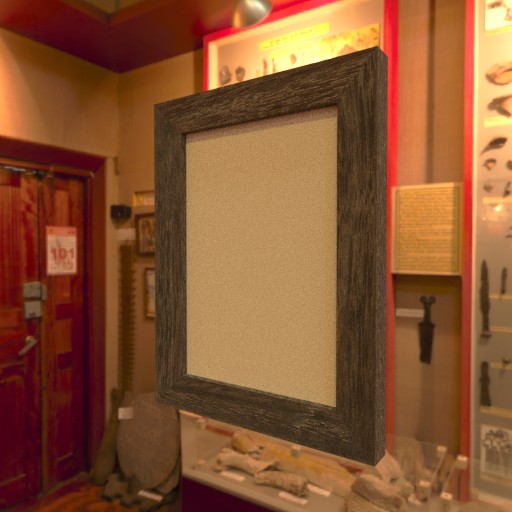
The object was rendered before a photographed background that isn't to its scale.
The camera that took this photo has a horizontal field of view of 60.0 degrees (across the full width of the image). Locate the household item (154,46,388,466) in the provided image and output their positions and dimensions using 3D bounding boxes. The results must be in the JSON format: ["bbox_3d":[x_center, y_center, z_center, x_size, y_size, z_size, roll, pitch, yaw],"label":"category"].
[{"bbox_3d":[0.000,0.000,0.275,0.160,0.210,0.020,1,2,35],"label":"household item"}]
